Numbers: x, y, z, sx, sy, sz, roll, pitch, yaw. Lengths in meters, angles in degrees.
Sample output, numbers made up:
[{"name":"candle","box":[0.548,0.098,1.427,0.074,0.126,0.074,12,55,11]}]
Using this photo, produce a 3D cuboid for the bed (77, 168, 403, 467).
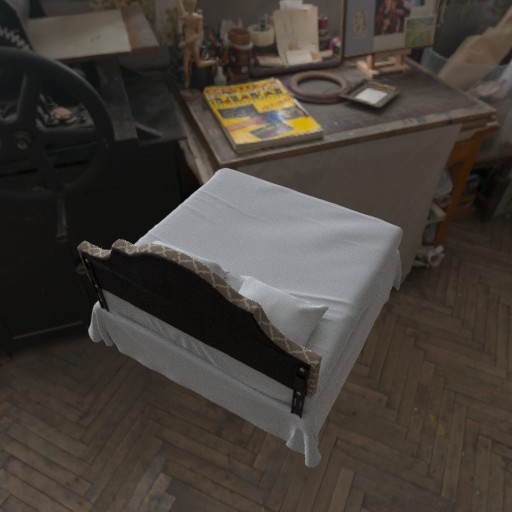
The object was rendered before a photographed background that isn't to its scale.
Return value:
[{"name":"bed","box":[0.000,0.000,3.823,2.314,1.601,2.222,23,49,22]}]
